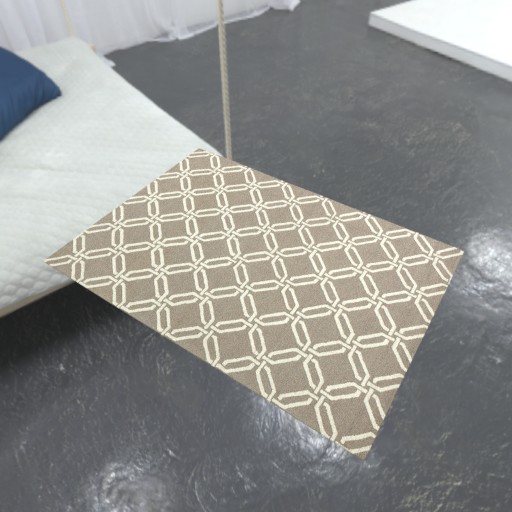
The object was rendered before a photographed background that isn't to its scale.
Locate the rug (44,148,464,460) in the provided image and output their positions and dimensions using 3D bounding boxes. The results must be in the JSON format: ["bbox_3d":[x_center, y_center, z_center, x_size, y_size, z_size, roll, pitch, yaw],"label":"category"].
[{"bbox_3d":[0.000,0.000,4.411,3.419,0.020,2.441,26,51,23],"label":"rug"}]
